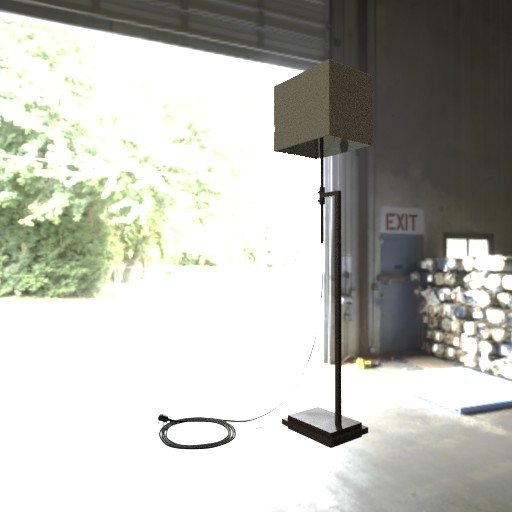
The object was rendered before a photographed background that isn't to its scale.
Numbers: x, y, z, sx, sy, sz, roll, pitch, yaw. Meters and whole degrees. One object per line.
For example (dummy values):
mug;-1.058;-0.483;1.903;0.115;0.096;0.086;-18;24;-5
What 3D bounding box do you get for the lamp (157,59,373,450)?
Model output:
lamp;0.000;0.000;2.008;0.774;1.600;0.698;0;-1;-37
